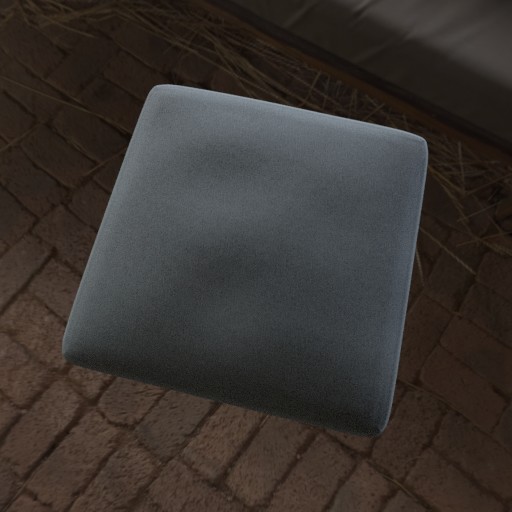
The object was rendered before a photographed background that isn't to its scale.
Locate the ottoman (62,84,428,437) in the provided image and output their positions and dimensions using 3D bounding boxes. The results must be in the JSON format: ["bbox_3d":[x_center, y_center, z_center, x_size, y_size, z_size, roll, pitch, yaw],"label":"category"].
[{"bbox_3d":[0.000,0.000,1.332,0.842,0.441,0.843,13,75,4],"label":"ottoman"}]
